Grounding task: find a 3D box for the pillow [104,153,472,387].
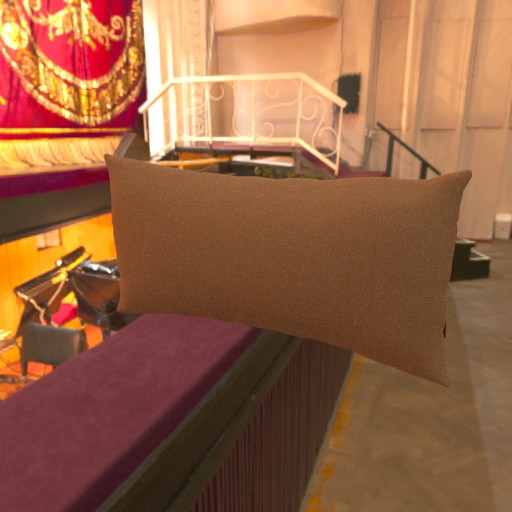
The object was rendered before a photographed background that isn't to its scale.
[{"bbox_3d":[0.000,0.000,0.712,0.612,0.308,0.148,8,18,25],"label":"pillow"}]
